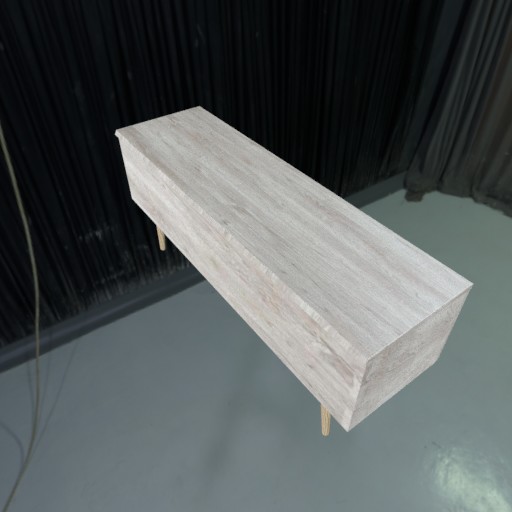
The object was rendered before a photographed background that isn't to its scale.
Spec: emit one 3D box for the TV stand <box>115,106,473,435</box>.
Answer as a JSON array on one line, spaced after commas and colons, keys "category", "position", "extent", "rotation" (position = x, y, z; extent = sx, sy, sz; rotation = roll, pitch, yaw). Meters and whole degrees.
[{"category": "TV stand", "position": [0.000, 0.000, 1.592], "extent": [0.401, 0.565, 1.313], "rotation": [-26, 48, -26]}]
